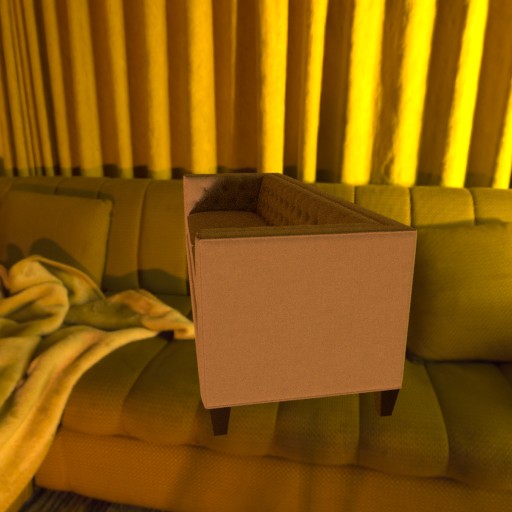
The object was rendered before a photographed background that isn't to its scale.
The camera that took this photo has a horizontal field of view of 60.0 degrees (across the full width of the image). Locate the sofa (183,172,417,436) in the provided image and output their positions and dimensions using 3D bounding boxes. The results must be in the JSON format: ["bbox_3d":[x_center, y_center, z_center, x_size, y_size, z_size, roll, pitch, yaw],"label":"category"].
[{"bbox_3d":[0.000,0.000,2.591,0.775,0.762,2.159,-3,16,-10],"label":"sofa"}]
